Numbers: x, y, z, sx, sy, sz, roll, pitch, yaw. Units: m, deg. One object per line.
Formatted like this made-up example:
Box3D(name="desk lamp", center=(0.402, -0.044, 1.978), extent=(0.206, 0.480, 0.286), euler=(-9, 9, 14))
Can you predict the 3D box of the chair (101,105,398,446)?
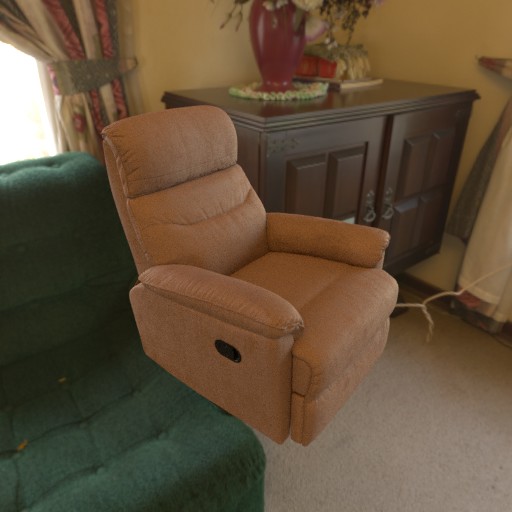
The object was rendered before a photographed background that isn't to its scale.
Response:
Box3D(name="chair", center=(0.000, 0.000, 1.749), extent=(1.004, 1.037, 0.820), euler=(19, 33, 33))
